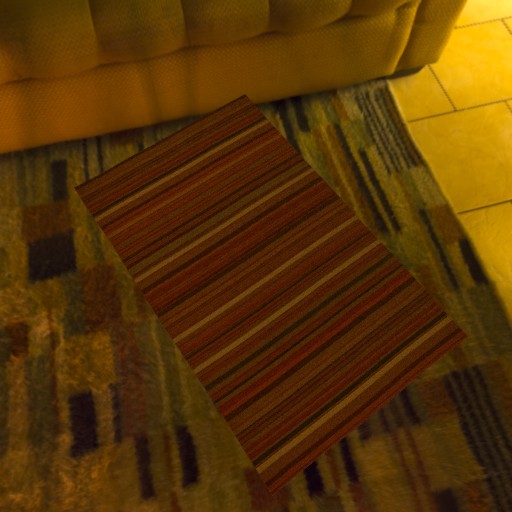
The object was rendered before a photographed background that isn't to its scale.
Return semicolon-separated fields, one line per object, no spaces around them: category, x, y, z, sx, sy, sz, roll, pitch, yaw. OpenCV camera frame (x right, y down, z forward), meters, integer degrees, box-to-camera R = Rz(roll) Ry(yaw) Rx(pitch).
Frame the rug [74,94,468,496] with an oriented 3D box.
rug;0.000;0.000;2.996;1.523;0.008;2.438;-33;70;-14
